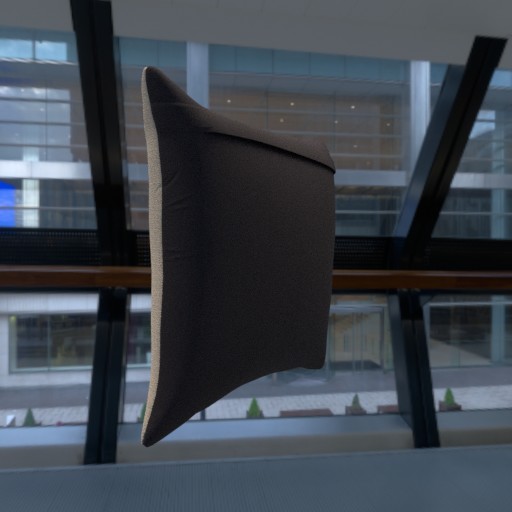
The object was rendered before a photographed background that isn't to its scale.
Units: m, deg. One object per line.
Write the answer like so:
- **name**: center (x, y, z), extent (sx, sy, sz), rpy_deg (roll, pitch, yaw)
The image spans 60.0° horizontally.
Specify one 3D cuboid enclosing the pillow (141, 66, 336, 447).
- **pillow**: center (0.000, 0.000, 0.632), extent (0.173, 0.406, 0.405), rpy_deg (0, 0, 36)
